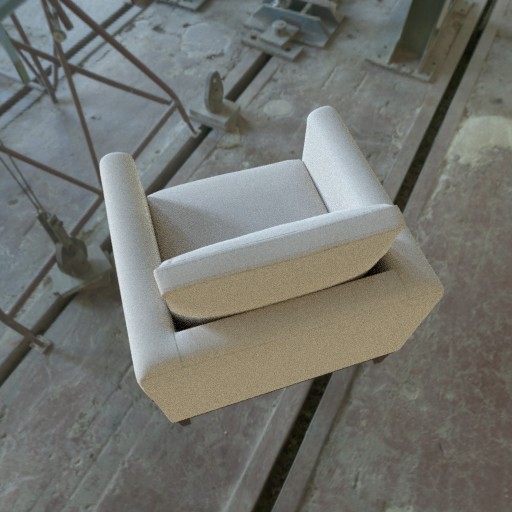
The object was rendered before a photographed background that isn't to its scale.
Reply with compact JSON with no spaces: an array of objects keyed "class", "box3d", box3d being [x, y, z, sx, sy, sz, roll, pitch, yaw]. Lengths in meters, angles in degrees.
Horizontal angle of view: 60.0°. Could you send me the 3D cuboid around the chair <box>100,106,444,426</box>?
[{"class":"chair","box3d":[0.000,0.000,1.708,0.982,0.915,0.896,-15,60,-9]}]
